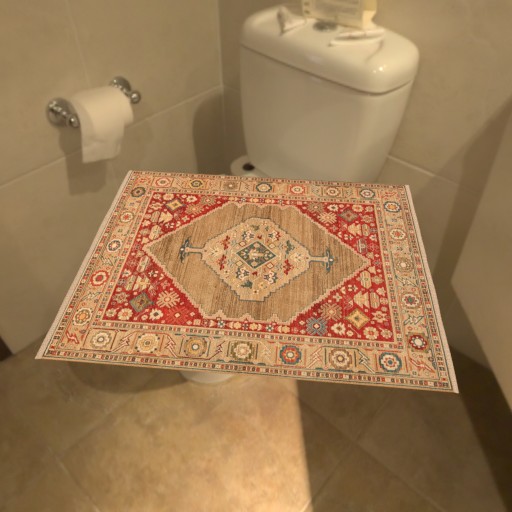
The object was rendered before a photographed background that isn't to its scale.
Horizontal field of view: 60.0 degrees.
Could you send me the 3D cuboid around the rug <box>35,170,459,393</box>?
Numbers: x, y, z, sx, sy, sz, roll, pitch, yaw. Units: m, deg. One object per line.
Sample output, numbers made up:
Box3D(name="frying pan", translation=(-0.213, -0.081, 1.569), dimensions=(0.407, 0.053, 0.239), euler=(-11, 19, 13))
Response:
Box3D(name="rug", translation=(0.000, 0.000, 4.096), dimensions=(3.143, 0.008, 2.451), euler=(4, 46, 4))
